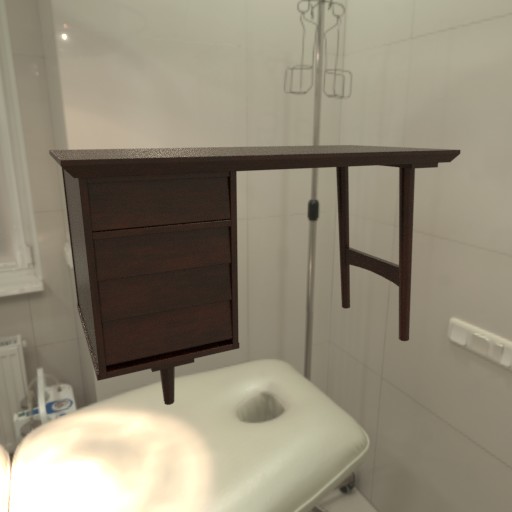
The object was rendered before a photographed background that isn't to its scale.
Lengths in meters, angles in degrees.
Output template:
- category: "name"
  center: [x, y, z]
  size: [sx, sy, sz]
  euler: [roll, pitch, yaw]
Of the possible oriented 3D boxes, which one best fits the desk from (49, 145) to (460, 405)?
- category: "desk"
  center: [0.000, 0.000, 1.627]
  size: [1.277, 0.758, 0.612]
  euler: [-8, 17, -25]
